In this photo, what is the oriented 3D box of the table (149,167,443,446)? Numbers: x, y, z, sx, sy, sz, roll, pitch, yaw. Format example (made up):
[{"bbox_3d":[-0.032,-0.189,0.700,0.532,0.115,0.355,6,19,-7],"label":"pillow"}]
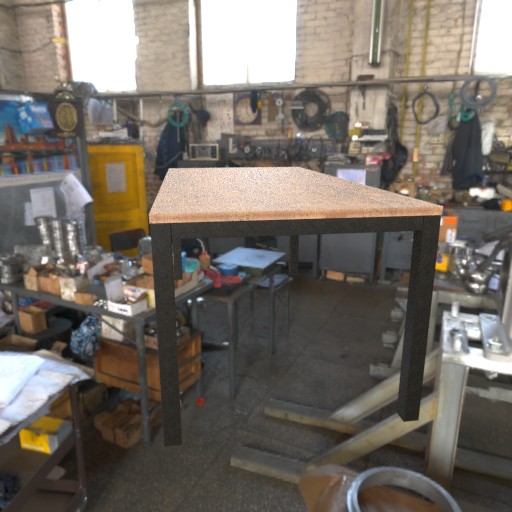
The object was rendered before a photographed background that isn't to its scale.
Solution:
[{"bbox_3d":[0.000,0.000,2.270,0.893,0.767,1.805,-2,15,-9],"label":"table"}]
